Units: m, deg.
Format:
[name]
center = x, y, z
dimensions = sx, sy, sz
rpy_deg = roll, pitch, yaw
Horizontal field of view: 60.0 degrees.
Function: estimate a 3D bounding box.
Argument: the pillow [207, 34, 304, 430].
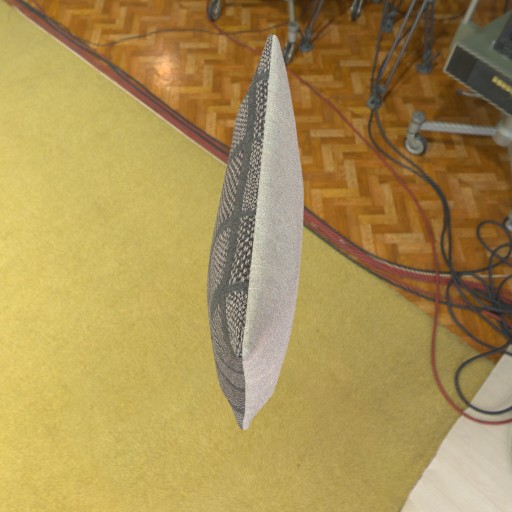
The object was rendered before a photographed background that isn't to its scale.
[pillow]
center = 0.000, 0.000, 0.661
dimensions = 0.138, 0.432, 0.435
rpy_deg = 4, 61, 2
